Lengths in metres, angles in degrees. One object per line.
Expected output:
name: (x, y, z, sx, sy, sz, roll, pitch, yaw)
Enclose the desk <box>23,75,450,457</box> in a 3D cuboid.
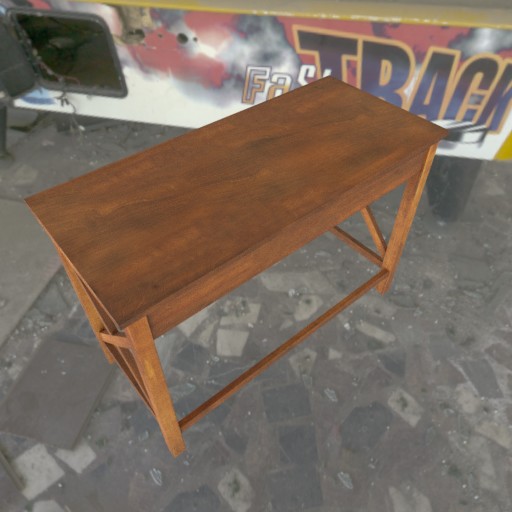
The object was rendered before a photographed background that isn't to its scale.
desk: (0.000, 0.000, 1.511, 1.117, 0.762, 0.508, -31, 54, -26)
